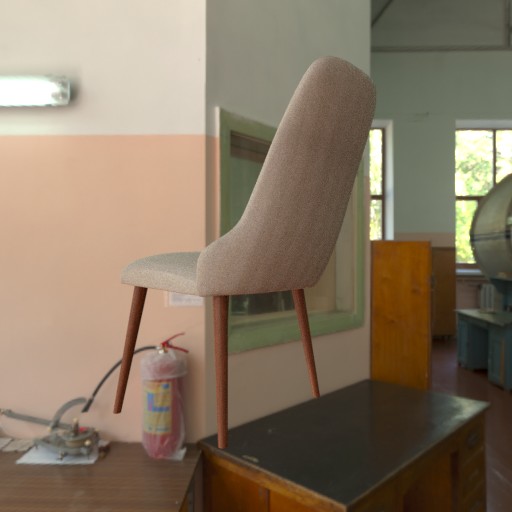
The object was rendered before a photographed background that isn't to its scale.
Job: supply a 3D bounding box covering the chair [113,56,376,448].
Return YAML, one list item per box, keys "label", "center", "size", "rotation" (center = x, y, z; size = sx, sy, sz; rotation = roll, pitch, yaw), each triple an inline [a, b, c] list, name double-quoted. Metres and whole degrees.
- label: "chair"
  center: [0.000, 0.000, 1.300]
  size: [0.684, 0.917, 0.526]
  rotation: [0, 0, 36]
